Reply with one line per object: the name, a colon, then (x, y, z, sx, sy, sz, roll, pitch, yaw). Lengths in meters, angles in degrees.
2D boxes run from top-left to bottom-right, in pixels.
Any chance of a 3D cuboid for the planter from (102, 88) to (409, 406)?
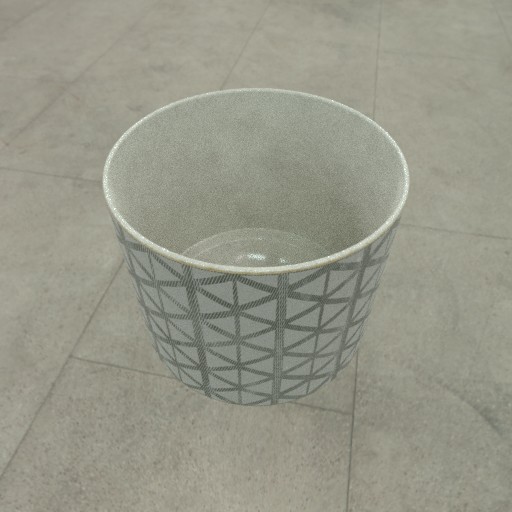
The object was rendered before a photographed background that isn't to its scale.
planter: (0.000, 0.000, 0.457, 0.250, 0.239, 0.250, 0, 47, 0)
